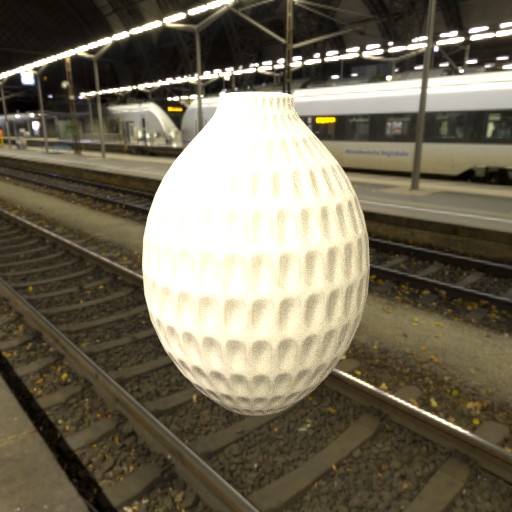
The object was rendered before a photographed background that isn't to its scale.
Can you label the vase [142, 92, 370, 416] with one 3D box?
[{"bbox_3d":[0.000,0.000,0.324,0.162,0.223,0.162,0,16,0],"label":"vase"}]
